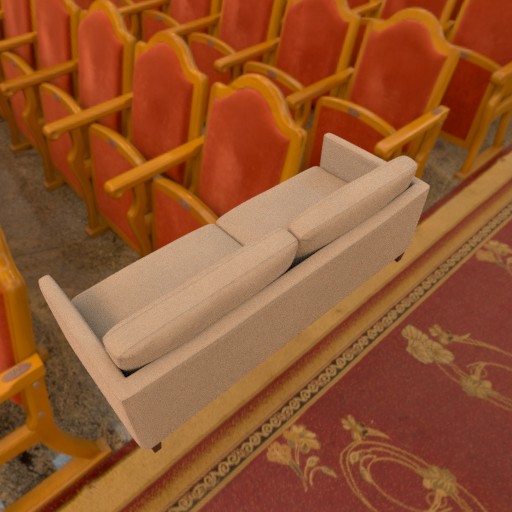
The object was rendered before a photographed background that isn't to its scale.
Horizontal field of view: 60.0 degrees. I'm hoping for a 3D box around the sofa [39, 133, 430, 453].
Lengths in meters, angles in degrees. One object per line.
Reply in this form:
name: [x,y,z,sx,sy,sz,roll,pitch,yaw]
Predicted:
sofa: [0.000,0.000,2.905,2.404,0.912,0.988,-32,54,-27]
